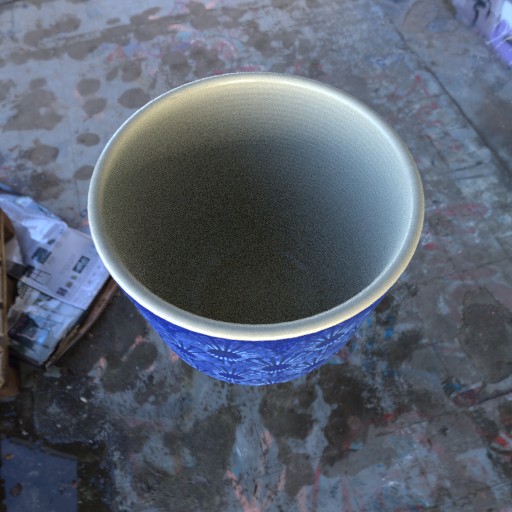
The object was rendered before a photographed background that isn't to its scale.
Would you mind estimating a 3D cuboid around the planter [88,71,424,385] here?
[{"bbox_3d":[0.000,0.000,0.356,0.206,0.190,0.206,0,60,0],"label":"planter"}]
